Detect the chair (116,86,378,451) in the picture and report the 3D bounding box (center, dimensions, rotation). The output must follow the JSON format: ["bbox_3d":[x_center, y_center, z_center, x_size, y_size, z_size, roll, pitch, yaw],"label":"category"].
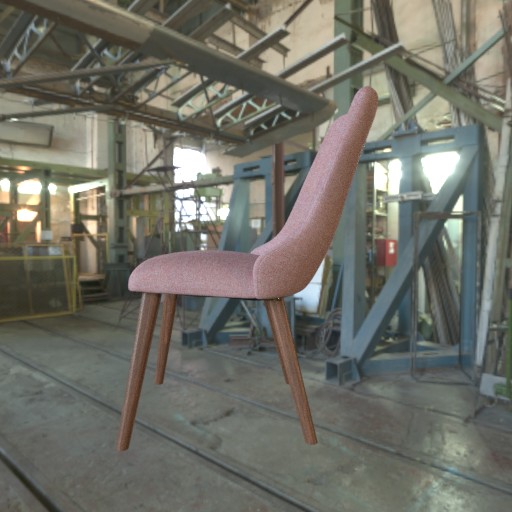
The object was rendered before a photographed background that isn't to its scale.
[{"bbox_3d":[0.000,0.000,1.323,0.707,0.918,0.535,0,2,-1],"label":"chair"}]
